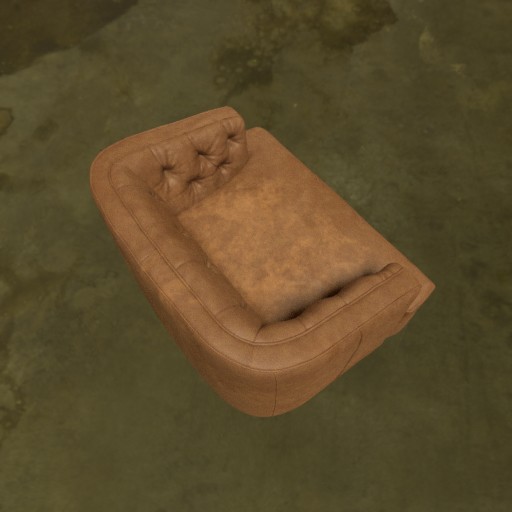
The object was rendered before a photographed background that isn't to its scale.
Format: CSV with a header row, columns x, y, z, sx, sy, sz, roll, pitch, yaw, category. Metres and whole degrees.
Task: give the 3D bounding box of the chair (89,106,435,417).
x,y,z,sx,sy,sz,roll,pitch,yaw,category
0.000,0.000,1.795,0.911,0.836,1.119,-33,64,-18,chair
